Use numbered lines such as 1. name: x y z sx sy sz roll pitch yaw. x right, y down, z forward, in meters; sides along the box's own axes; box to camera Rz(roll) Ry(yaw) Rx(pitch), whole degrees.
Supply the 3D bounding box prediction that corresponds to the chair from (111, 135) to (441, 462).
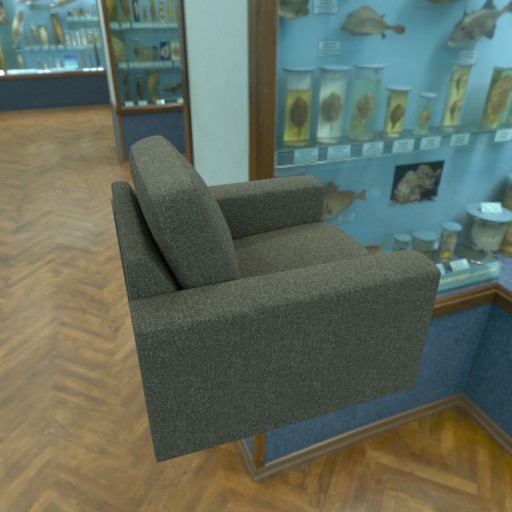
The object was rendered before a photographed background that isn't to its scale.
1. chair: 0.000 0.000 1.759 1.016 0.873 1.005 -10 31 -17
